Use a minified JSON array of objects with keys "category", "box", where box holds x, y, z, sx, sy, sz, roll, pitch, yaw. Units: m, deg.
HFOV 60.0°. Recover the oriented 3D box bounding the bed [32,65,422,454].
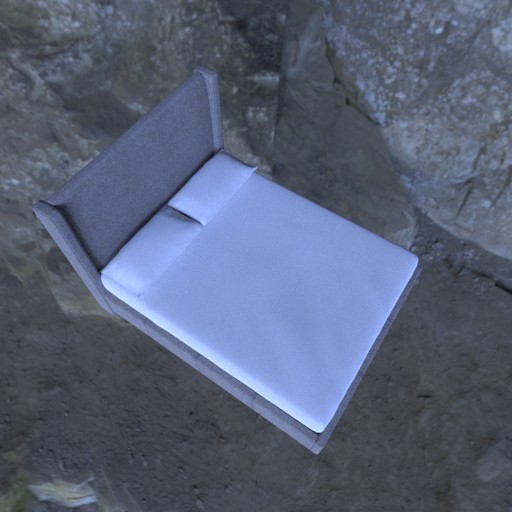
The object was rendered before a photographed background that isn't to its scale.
[{"category":"bed","box":[0.000,0.000,3.422,2.245,1.476,1.714,30,63,17]}]
